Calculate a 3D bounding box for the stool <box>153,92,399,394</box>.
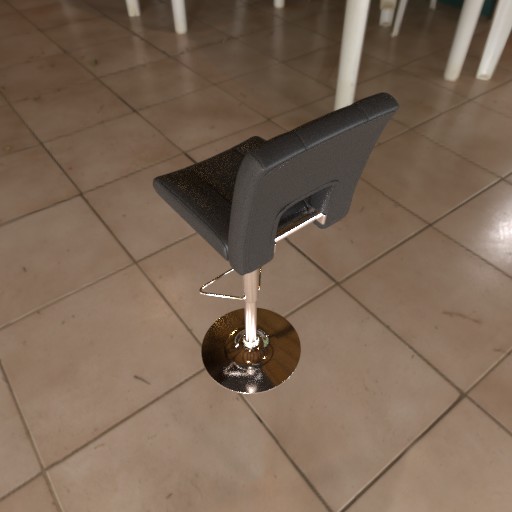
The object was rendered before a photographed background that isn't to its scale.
[{"bbox_3d":[0.000,0.000,1.412,0.415,1.151,0.520,-30,53,-26],"label":"stool"}]
